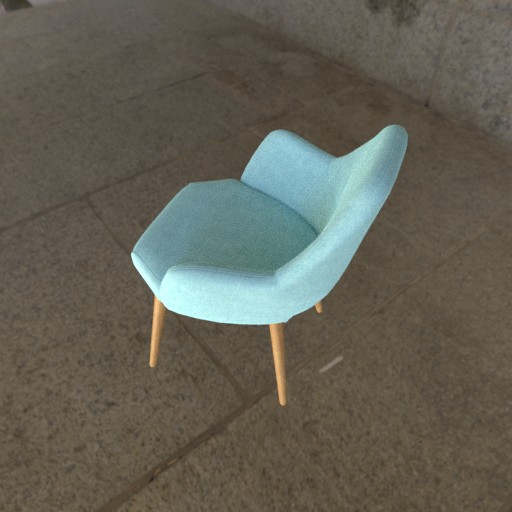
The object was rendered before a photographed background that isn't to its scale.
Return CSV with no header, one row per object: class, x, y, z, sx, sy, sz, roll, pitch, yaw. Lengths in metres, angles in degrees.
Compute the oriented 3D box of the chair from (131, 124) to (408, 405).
chair,0.000,0.000,1.227,0.610,0.840,0.590,17,50,15
